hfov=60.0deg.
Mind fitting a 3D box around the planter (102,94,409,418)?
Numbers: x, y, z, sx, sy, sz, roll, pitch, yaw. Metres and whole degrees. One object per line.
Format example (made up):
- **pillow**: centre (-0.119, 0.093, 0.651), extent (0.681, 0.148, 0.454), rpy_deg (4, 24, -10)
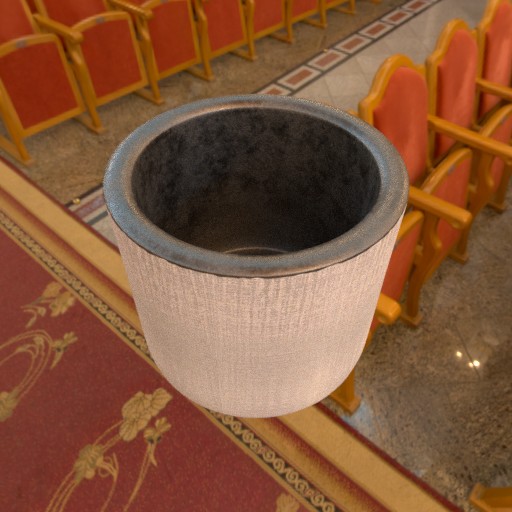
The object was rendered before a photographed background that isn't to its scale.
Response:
- **planter**: centre (0.000, 0.000, 0.222), extent (0.125, 0.112, 0.125), rpy_deg (0, 46, 0)
